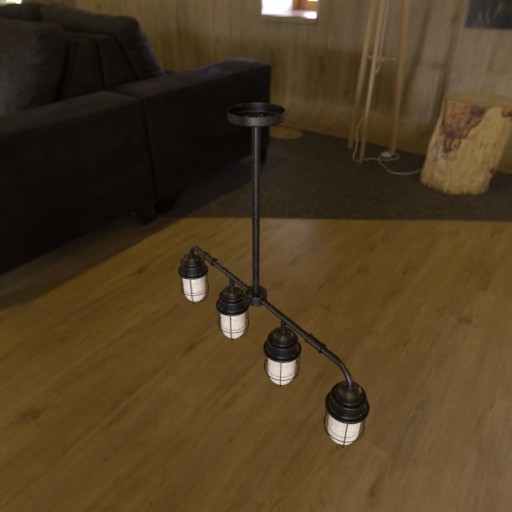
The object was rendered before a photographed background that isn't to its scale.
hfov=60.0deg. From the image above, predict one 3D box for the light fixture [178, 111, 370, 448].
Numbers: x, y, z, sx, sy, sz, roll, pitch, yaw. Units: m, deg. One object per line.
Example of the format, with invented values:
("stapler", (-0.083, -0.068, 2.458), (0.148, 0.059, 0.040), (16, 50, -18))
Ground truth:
("light fixture", (0.000, 0.000, 1.214), (0.131, 0.785, 0.852), (-22, 39, -31))
